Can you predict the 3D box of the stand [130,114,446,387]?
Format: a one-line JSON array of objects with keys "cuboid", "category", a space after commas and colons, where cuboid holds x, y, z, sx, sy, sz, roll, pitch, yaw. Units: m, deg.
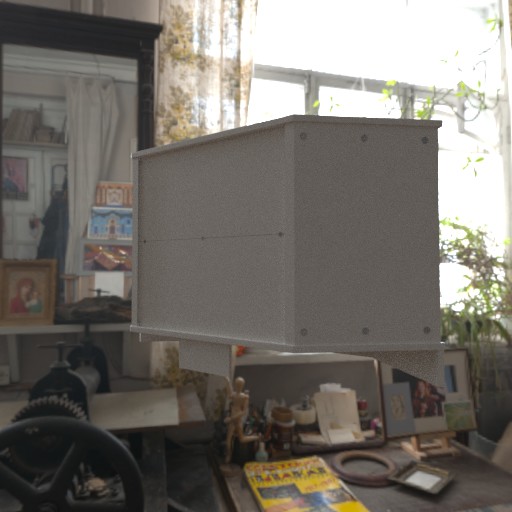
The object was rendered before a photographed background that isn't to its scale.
[{"cuboid": [0.000, 0.000, 1.333, 1.072, 0.614, 0.477, -1, -2, 36], "category": "stand"}]
